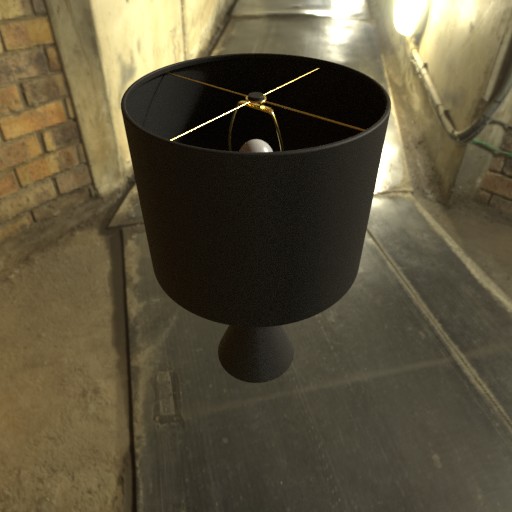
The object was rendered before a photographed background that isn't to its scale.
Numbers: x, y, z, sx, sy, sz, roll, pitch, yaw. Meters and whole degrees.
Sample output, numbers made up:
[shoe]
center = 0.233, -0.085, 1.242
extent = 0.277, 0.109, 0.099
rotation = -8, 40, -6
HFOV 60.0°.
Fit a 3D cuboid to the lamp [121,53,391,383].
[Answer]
[lamp]
center = 0.000, 0.000, 0.791
extent = 0.359, 0.584, 0.359
rotation = 27, 47, 28
